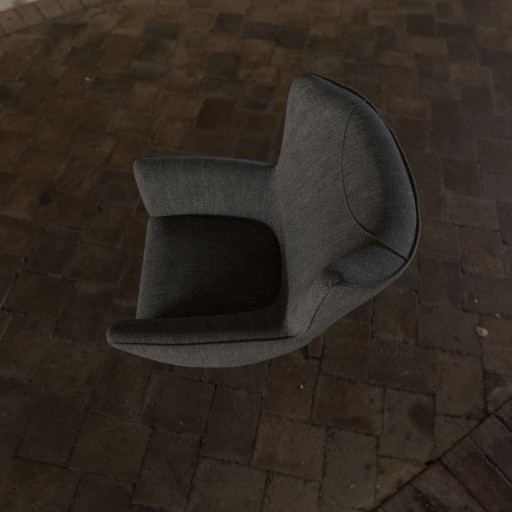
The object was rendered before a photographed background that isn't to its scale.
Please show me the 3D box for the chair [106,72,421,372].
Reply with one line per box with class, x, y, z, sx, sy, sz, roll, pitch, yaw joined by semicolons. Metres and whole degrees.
chair;0.000;0.000;1.570;0.888;0.933;0.781;-1;57;-1
